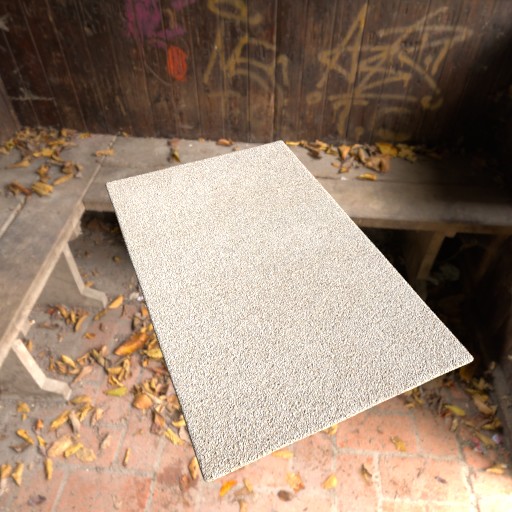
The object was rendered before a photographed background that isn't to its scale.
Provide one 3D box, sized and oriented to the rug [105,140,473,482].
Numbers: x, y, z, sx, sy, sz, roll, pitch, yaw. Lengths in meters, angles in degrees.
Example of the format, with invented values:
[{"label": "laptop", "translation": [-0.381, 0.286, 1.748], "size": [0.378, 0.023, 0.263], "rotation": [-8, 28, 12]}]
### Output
[{"label": "rug", "translation": [0.000, 0.000, 3.386], "size": [1.778, 0.030, 2.743], "rotation": [-18, 49, -16]}]
